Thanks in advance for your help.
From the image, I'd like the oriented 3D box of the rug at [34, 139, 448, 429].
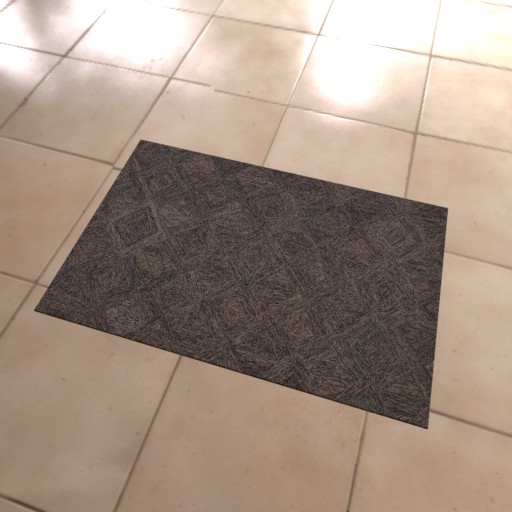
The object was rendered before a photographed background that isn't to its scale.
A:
[{"bbox_3d":[0.000,0.000,2.834,2.298,0.017,1.501,14,59,9],"label":"rug"}]
